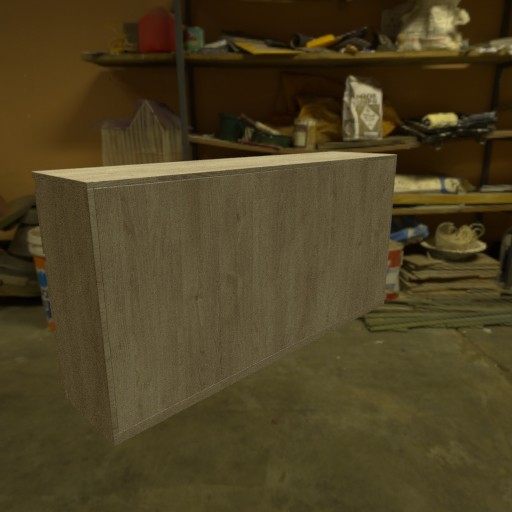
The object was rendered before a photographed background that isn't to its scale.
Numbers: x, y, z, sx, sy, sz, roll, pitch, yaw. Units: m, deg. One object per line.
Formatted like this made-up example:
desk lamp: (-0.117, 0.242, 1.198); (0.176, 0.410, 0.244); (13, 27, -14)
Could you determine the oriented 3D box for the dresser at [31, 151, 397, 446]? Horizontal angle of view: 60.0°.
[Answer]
dresser: (0.000, 0.000, 1.894); (0.390, 0.795, 1.590); (16, 22, 43)
